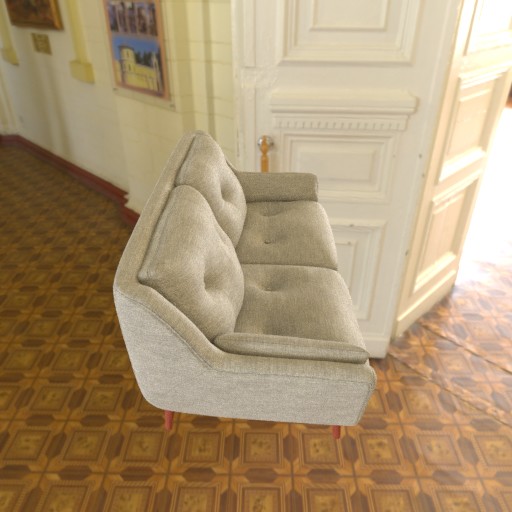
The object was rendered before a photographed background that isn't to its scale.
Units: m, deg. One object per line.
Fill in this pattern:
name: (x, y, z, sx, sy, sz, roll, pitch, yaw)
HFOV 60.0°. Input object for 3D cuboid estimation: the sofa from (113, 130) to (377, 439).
sofa: (0.000, 0.000, 2.395, 0.976, 0.897, 1.930, 0, 32, 0)
